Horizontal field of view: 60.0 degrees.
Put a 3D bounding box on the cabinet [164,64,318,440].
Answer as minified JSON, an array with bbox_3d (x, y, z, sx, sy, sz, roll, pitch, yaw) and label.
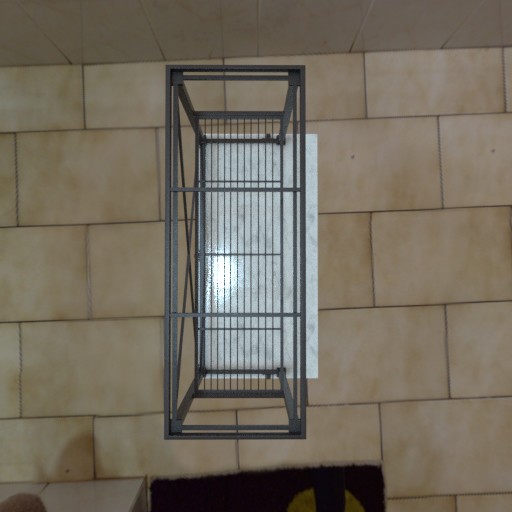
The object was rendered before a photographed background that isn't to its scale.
[{"bbox_3d":[0.000,0.000,2.235,0.610,1.659,1.210,0,89,0],"label":"cabinet"}]
